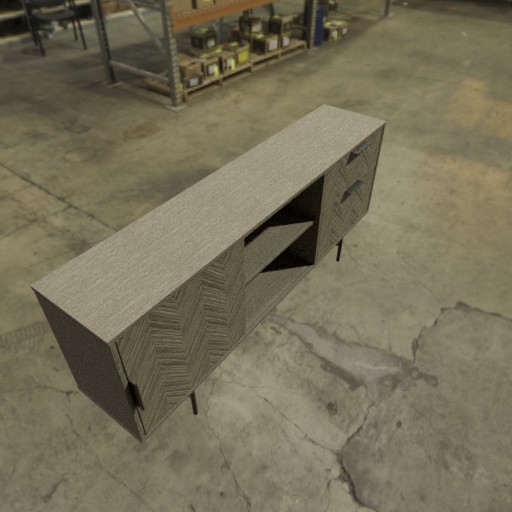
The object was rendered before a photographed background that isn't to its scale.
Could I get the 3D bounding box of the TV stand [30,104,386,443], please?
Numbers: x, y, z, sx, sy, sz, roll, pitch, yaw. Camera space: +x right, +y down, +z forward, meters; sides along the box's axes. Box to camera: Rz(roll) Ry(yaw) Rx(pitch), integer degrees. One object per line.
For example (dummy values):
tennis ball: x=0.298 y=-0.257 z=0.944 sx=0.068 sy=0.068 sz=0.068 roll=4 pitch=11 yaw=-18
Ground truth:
TV stand: x=0.000 y=0.000 z=2.092 sx=0.405 sy=0.787 sz=1.804 roll=26 pitch=47 yaw=27
